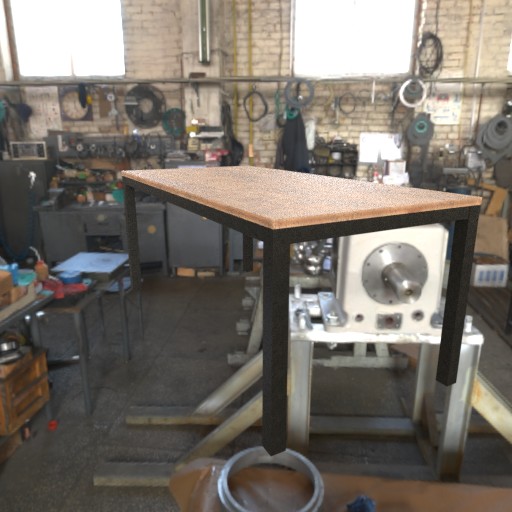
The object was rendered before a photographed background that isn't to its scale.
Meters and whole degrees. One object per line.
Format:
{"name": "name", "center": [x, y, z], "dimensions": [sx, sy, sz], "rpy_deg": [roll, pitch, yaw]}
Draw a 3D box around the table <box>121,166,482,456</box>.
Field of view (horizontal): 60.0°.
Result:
{"name": "table", "center": [0.000, 0.000, 2.276], "dimensions": [0.893, 0.767, 1.805], "rpy_deg": [-8, 18, -28]}
